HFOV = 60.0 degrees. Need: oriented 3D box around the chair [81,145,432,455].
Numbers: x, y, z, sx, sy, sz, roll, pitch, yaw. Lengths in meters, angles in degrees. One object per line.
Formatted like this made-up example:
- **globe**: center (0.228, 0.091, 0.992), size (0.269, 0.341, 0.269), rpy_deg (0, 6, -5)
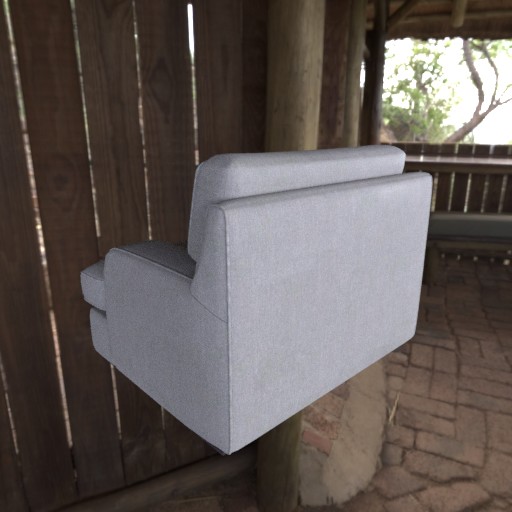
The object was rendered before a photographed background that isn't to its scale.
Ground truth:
- **chair**: center (0.000, 0.000, 2.010), size (1.270, 0.974, 1.043), rpy_deg (-15, 22, -41)
